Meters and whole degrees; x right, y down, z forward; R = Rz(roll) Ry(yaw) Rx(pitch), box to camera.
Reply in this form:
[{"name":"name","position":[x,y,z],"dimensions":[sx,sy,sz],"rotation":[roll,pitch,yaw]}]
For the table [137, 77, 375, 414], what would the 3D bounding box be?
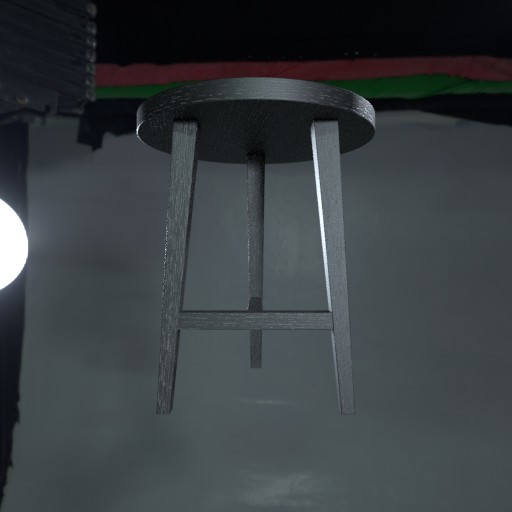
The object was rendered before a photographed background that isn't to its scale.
[{"name":"table","position":[0.000,0.000,0.768],"dimensions":[0.399,0.460,0.399],"rotation":[0,0,0]}]
